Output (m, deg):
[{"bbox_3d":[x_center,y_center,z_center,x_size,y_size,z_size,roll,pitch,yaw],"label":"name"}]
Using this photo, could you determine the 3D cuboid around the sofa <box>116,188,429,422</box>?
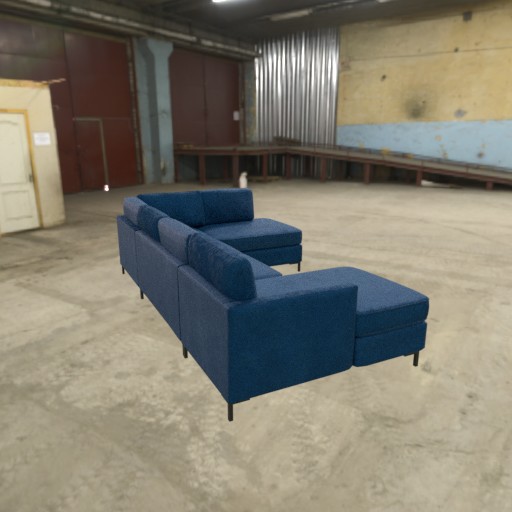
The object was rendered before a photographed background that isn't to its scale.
[{"bbox_3d":[0.000,0.000,4.367,2.055,0.992,3.434,-7,16,-26],"label":"sofa"}]
